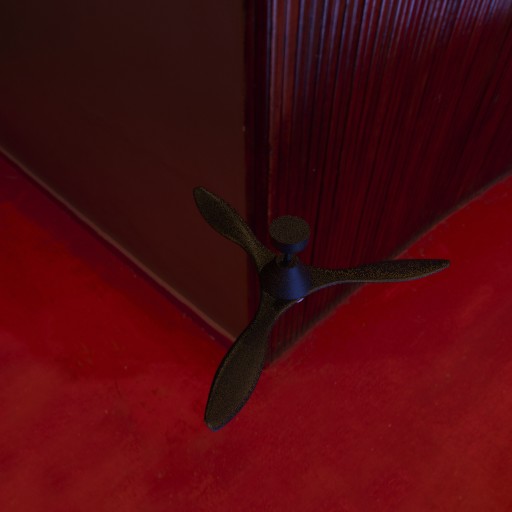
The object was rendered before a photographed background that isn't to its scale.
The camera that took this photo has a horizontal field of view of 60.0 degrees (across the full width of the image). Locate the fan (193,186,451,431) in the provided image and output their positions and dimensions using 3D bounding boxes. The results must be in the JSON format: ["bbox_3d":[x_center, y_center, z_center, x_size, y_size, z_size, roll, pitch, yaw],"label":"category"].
[{"bbox_3d":[0.000,0.000,1.605,1.067,0.305,1.067,33,55,27],"label":"fan"}]
